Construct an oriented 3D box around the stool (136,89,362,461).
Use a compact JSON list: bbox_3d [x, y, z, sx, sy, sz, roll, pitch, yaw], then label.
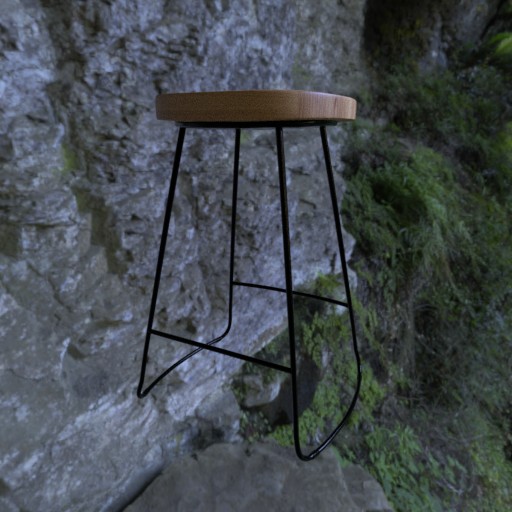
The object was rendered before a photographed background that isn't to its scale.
[{"bbox_3d":[0.000,0.000,1.000,0.480,0.679,0.401,9,19,28],"label":"stool"}]
